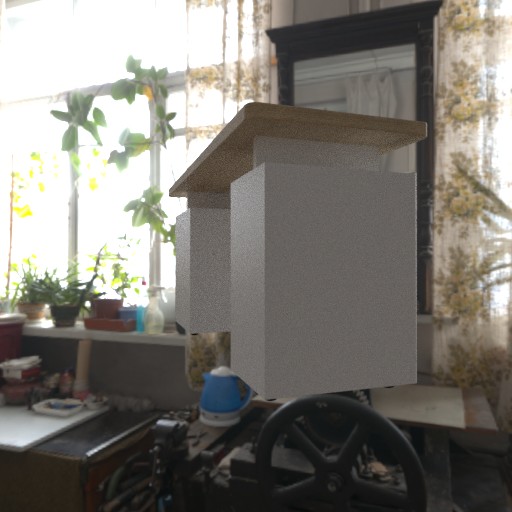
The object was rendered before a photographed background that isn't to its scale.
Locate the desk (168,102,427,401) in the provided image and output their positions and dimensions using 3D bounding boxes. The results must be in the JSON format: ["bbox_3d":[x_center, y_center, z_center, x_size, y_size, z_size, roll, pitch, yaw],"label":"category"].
[{"bbox_3d":[0.000,0.000,1.887,0.550,0.755,1.500,0,0,-19],"label":"desk"}]
